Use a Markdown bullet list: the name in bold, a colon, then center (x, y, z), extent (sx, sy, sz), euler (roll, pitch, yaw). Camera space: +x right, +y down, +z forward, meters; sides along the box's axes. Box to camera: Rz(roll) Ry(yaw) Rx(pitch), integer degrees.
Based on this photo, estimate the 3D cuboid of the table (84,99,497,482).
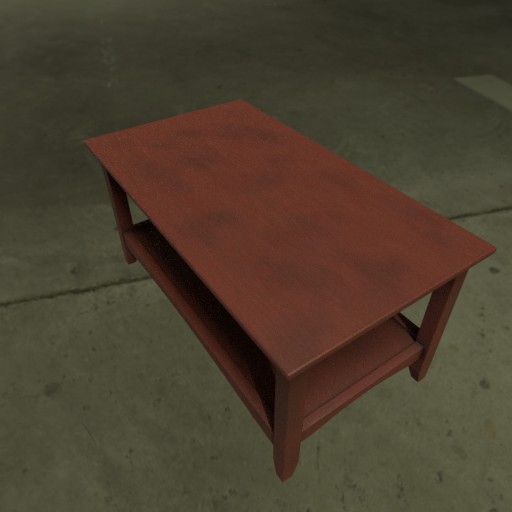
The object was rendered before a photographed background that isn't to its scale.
- **table**: center (0.000, 0.000, 1.220), extent (0.533, 0.456, 0.943), euler (-24, 46, -25)
